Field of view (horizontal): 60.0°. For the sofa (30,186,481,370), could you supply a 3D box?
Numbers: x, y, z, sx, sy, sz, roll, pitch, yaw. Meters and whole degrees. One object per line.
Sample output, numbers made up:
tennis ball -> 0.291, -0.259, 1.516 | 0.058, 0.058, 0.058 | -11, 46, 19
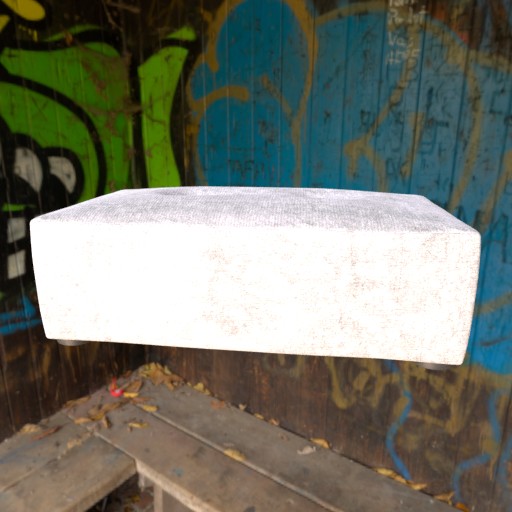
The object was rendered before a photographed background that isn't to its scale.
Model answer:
sofa -> 0.000, 0.000, 1.131 | 0.930, 0.330, 0.480 | 2, 16, 7
